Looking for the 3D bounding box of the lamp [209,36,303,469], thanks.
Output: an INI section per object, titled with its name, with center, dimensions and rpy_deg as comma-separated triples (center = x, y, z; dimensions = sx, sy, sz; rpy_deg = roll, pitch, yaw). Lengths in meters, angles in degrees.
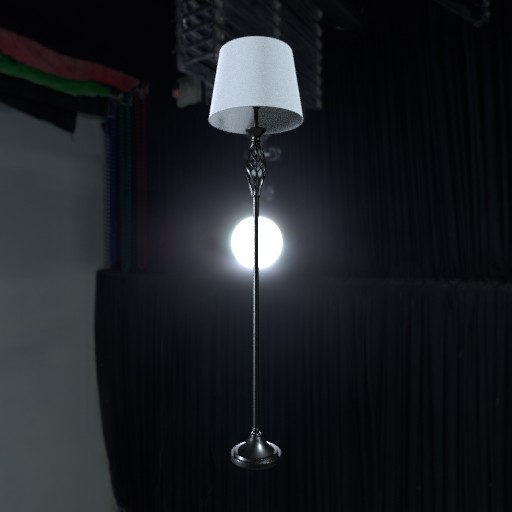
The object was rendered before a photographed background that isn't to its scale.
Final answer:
[lamp]
center = 0.000, 0.000, 1.783
dimensions = 0.379, 1.623, 0.379
rpy_deg = 0, 0, 0
